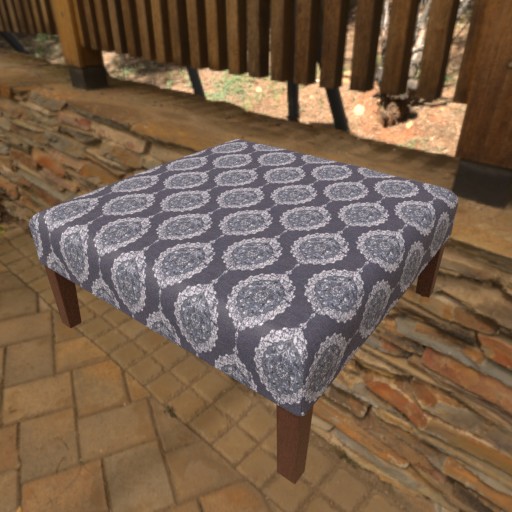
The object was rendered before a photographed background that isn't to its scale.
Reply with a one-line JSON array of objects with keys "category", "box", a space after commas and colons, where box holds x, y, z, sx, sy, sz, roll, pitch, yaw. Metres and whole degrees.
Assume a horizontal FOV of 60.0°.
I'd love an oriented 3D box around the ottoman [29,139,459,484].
[{"category": "ottoman", "box": [0.000, 0.000, 1.351, 0.889, 0.409, 0.890, 22, 38, 31]}]
